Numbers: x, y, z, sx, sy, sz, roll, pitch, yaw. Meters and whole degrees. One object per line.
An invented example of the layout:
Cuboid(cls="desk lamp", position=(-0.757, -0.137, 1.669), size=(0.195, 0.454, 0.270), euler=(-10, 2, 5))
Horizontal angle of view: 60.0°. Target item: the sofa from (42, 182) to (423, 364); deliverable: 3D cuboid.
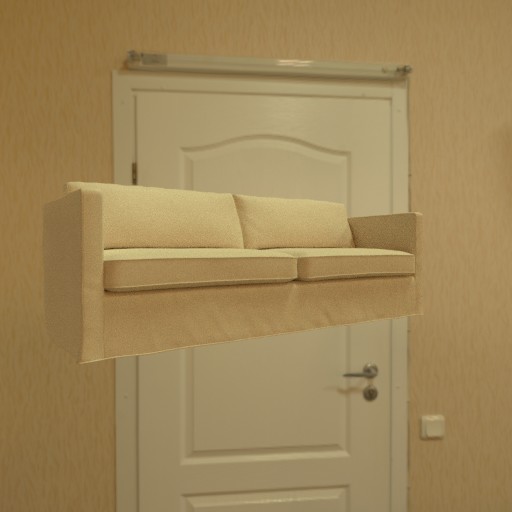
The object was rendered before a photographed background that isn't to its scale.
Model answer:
Cuboid(cls="sofa", position=(0.000, 0.000, 3.307), size=(2.779, 0.999, 1.036), euler=(-1, 1, -35))
